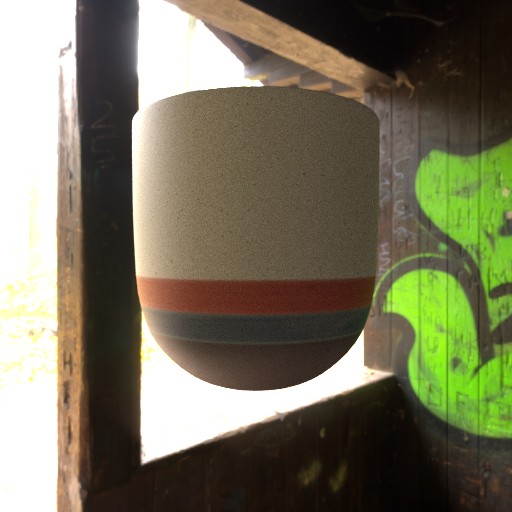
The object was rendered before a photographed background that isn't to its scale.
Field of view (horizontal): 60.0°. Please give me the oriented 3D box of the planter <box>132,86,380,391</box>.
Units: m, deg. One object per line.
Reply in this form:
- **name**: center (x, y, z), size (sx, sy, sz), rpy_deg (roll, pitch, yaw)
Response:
- **planter**: center (0.000, 0.000, 0.379), size (0.204, 0.214, 0.204), rpy_deg (0, 0, 0)
